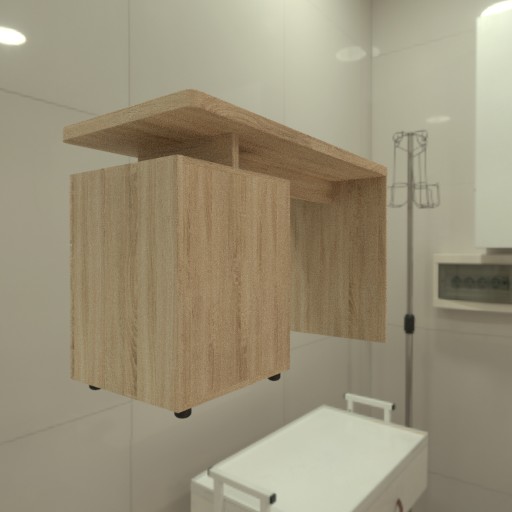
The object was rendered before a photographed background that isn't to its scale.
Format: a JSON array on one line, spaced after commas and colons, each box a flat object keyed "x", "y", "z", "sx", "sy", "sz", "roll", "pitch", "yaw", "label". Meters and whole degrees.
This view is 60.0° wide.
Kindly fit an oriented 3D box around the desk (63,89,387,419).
[{"x": 0.000, "y": 0.000, "z": 1.625, "sx": 0.550, "sy": 0.760, "sz": 1.200, "roll": 1, "pitch": 1, "yaw": 37, "label": "desk"}]
